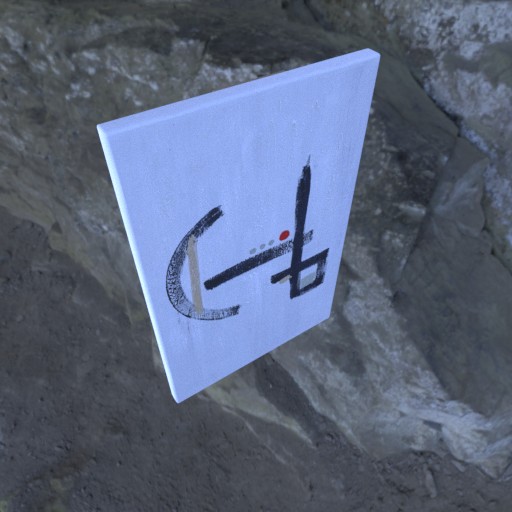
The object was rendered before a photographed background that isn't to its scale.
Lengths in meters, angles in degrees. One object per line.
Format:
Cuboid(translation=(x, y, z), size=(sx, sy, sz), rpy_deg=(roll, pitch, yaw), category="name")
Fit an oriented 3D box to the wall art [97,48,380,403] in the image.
Cuboid(translation=(0.000, 0.000, 1.155), size=(0.602, 0.916, 0.048), rpy_deg=(-25, 50, -23), category="wall art")
